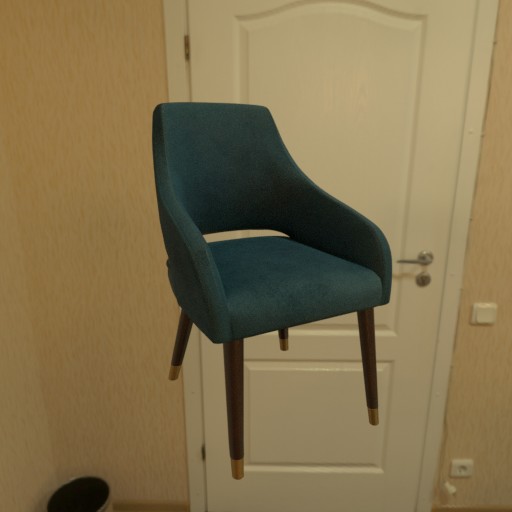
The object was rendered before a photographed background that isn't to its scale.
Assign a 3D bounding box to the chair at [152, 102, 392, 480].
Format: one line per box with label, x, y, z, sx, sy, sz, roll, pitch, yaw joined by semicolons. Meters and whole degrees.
chair;0.000;0.000;1.595;0.683;1.081;0.794;-8;18;-27
